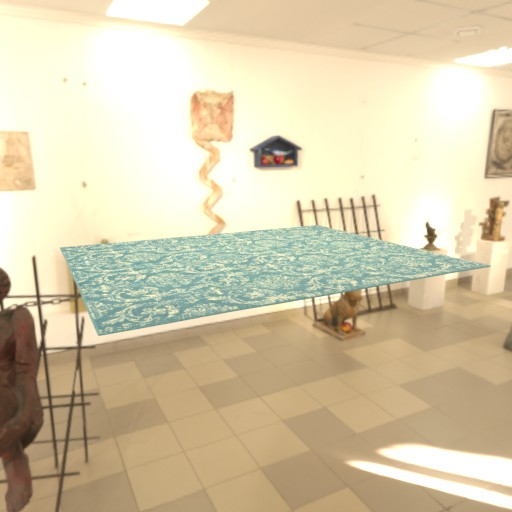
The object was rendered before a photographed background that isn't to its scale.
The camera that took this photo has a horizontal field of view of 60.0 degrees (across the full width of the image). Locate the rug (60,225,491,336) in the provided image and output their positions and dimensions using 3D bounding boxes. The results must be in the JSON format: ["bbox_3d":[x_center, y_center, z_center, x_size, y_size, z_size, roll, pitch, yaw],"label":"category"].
[{"bbox_3d":[0.000,0.000,3.863,2.980,0.012,2.363,-7,14,-27],"label":"rug"}]
